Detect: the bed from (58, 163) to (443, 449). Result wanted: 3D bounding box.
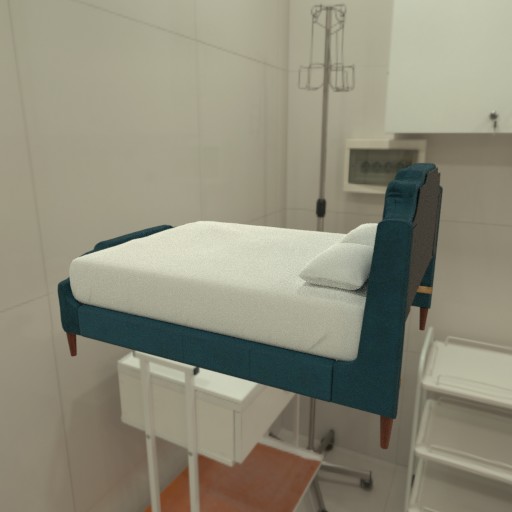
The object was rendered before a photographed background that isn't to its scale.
[{"bbox_3d":[0.000,0.000,3.227,2.322,1.351,1.676,7,17,25],"label":"bed"}]
